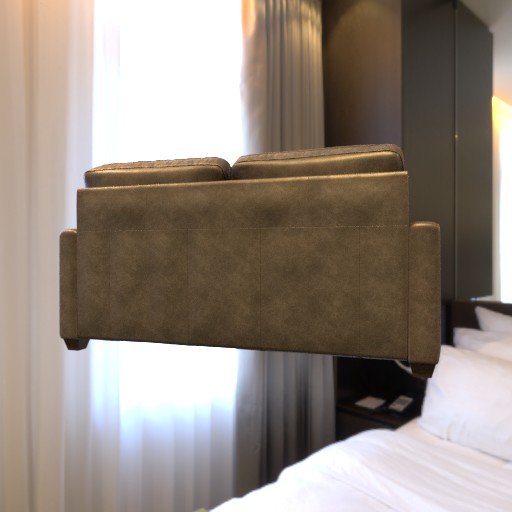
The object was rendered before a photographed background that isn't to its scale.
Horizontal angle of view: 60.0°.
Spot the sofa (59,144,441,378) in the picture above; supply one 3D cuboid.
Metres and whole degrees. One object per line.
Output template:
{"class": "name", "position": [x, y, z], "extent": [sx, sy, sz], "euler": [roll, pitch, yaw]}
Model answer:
{"class": "sofa", "position": [0.000, 0.000, 2.321], "extent": [1.732, 0.916, 0.939], "euler": [0, 0, 17]}
